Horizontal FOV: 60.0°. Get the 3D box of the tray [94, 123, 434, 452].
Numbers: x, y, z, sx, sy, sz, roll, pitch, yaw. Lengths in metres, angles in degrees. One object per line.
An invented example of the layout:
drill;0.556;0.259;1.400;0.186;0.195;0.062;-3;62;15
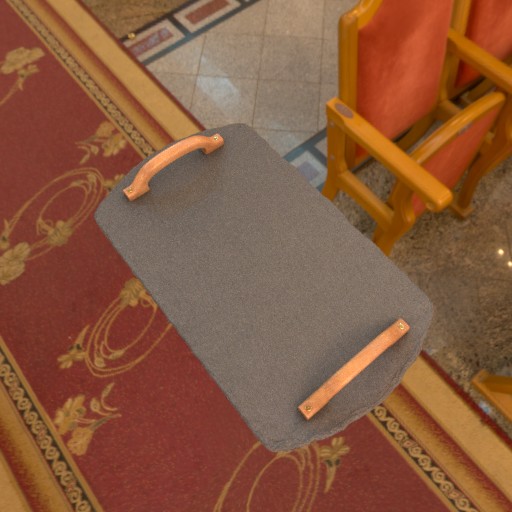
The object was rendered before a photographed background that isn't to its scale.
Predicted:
tray;0.000;0.000;0.483;0.231;0.062;0.387;-36;69;-16
